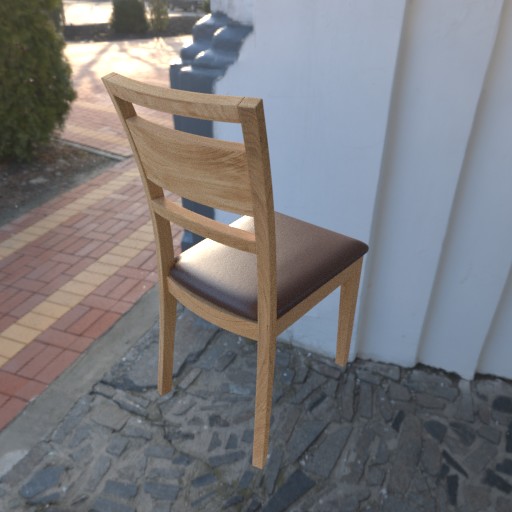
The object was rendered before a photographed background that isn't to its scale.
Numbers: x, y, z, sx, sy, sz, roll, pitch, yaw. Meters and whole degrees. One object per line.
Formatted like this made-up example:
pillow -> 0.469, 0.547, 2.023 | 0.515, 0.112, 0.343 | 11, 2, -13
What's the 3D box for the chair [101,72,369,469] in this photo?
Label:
chair -> 0.000, 0.000, 1.189 | 0.420, 0.940, 0.545 | 23, 38, 33
